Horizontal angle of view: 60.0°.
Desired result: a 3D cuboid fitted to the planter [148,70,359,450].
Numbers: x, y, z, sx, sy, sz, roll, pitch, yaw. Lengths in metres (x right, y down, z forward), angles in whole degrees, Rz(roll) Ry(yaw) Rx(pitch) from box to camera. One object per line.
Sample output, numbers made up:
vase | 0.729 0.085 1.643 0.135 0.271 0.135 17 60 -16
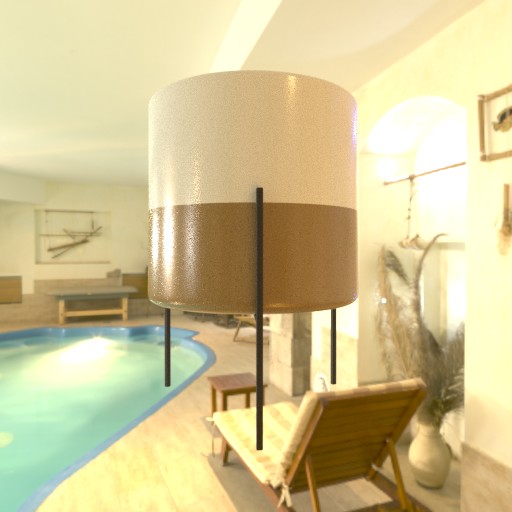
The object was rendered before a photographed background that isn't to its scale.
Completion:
planter | 0.000 0.000 0.654 0.310 0.432 0.310 0 1 -18
